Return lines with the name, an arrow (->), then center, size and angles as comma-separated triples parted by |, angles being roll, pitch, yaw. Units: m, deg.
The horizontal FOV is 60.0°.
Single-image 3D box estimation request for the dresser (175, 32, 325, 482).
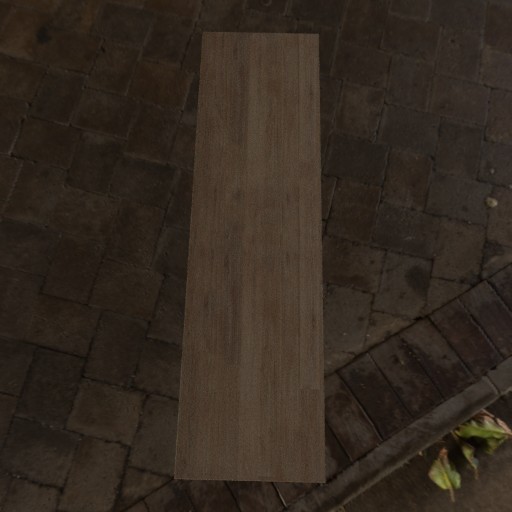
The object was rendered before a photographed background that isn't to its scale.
dresser -> 0.000, 0.000, 1.915 | 0.455, 0.788, 1.602 | 1, 75, 0
